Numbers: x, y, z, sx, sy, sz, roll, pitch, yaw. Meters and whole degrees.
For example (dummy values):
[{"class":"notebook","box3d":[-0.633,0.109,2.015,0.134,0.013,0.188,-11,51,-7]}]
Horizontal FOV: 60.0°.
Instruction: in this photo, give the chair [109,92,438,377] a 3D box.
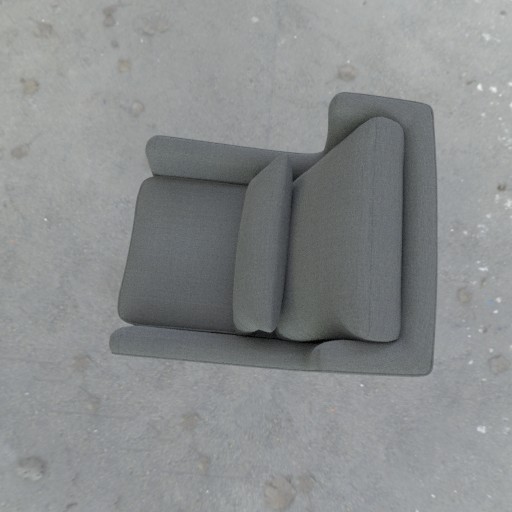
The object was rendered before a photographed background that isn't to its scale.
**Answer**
[{"class":"chair","box3d":[0.000,0.000,1.744,1.040,1.056,0.866,6,75,2]}]
